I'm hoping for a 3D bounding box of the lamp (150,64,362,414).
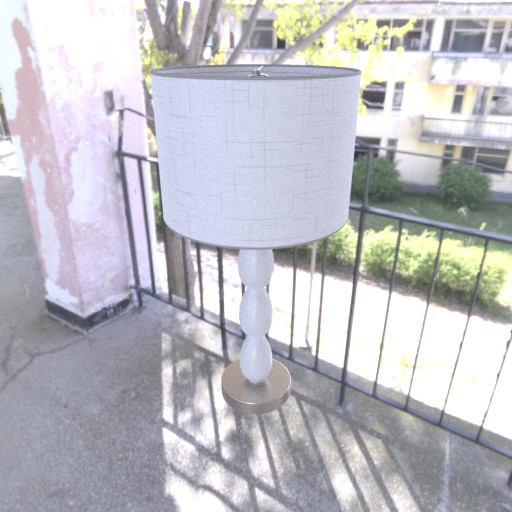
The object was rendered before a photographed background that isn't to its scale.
[{"bbox_3d":[0.000,0.000,0.719,0.280,0.559,0.282,17,31,31],"label":"lamp"}]
